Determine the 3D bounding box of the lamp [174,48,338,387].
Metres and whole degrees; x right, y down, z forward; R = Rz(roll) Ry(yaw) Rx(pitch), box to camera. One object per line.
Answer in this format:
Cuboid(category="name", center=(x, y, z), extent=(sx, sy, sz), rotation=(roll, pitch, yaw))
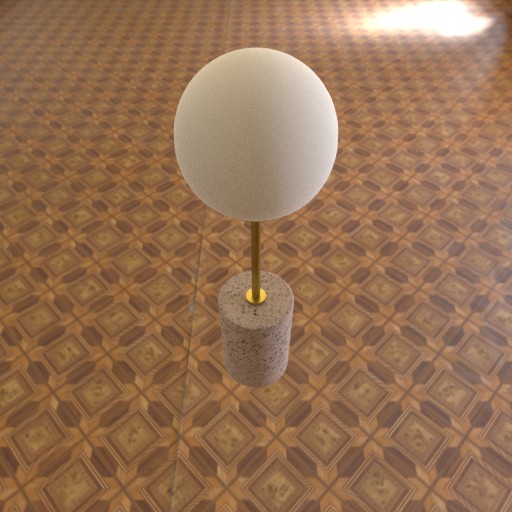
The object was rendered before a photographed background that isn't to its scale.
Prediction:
Cuboid(category="lamp", center=(0.000, 0.000, 0.538), extent=(0.153, 0.480, 0.153), rotation=(0, 47, 0))
